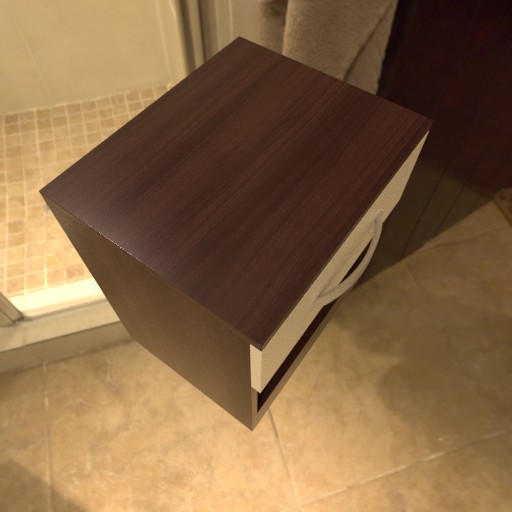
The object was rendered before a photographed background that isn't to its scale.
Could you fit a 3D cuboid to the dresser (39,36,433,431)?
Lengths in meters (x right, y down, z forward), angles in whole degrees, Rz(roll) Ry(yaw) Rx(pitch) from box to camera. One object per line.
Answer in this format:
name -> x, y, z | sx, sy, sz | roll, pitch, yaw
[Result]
dresser -> 0.000, 0.000, 0.765 | 0.360, 0.470, 0.400 | 32, 63, 18
